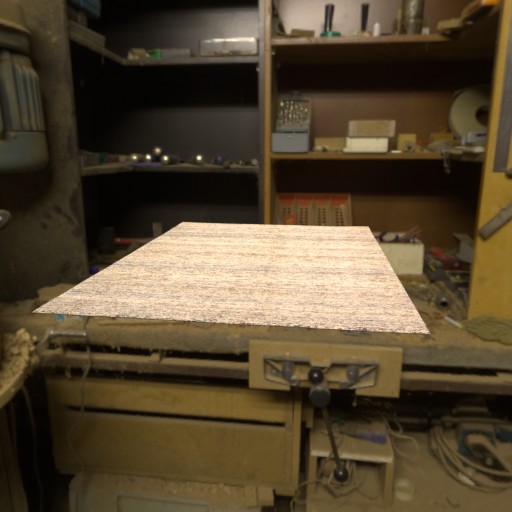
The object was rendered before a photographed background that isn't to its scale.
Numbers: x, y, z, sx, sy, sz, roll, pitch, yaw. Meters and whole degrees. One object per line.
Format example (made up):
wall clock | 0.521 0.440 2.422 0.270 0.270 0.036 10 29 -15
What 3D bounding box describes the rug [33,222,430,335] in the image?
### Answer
rug | 0.000 0.000 4.179 2.414 0.036 3.199 2 15 8
